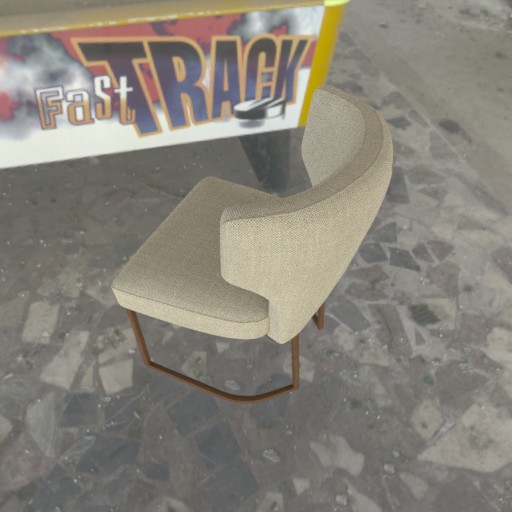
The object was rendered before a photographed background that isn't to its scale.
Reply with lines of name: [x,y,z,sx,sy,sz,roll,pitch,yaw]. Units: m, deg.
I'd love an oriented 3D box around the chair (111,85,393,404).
chair: [0.000,0.000,1.276,0.617,0.824,0.611,18,48,16]
